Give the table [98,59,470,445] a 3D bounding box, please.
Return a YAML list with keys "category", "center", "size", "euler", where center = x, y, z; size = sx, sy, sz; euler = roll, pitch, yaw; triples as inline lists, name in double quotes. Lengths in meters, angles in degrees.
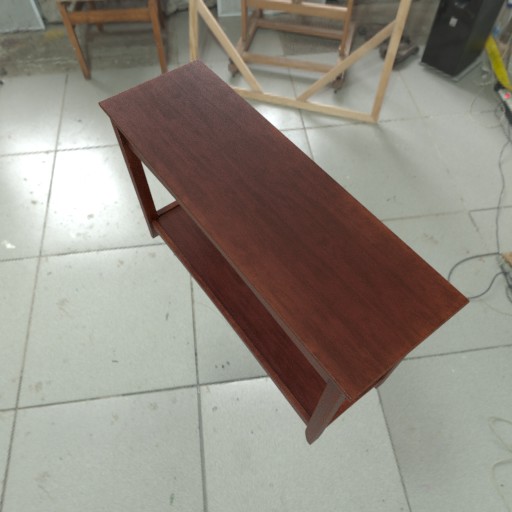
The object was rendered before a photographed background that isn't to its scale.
- category: "table"
  center: [0.000, 0.000, 1.559]
  size: [0.392, 0.739, 1.188]
  euler: [-32, 63, -19]
